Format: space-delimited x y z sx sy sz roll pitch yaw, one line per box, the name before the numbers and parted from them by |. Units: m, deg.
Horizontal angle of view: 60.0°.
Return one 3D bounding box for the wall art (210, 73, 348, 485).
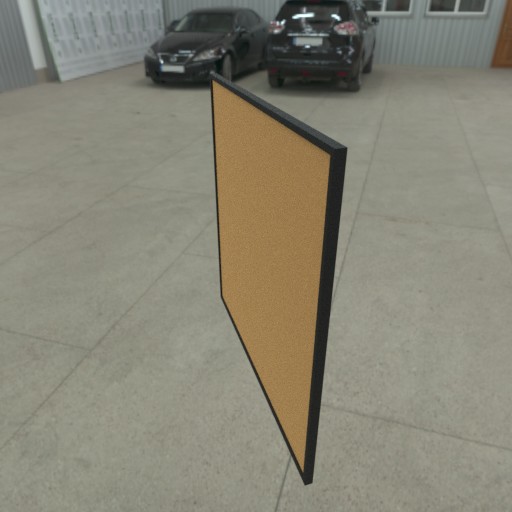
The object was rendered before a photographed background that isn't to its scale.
wall art | 0.000 0.000 0.670 0.013 0.457 0.458 -9 31 -16
